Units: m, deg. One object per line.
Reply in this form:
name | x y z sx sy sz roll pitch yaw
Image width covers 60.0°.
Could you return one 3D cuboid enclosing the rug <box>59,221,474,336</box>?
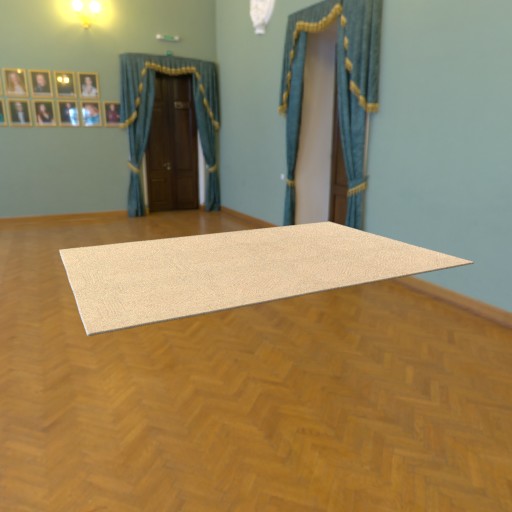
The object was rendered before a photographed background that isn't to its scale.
rug | 0.000 0.000 2.346 1.839 0.009 1.236 -8 17 -26
